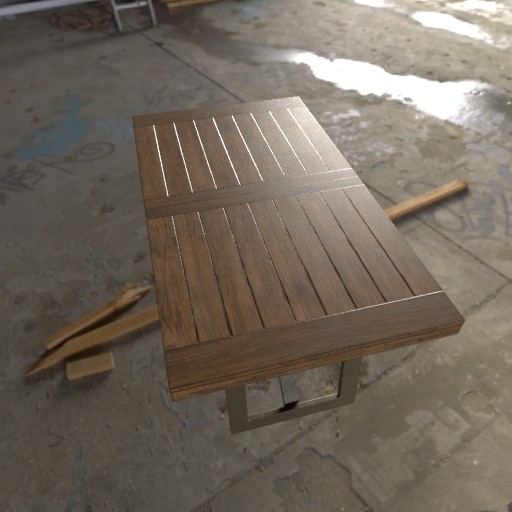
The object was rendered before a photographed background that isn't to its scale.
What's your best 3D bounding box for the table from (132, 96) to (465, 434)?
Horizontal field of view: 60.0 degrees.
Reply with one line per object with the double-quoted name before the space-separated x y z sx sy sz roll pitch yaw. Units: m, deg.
"table" 0.000 0.000 2.142 0.931 0.757 1.641 -10 45 -10
